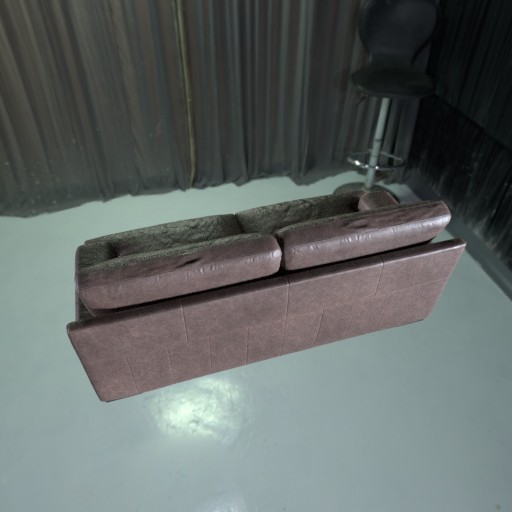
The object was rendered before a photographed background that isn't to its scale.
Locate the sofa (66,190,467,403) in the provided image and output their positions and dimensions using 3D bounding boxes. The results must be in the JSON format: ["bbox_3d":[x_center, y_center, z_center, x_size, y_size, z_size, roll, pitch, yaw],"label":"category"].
[{"bbox_3d":[0.000,0.000,2.871,2.261,0.941,1.143,-12,43,-13],"label":"sofa"}]
